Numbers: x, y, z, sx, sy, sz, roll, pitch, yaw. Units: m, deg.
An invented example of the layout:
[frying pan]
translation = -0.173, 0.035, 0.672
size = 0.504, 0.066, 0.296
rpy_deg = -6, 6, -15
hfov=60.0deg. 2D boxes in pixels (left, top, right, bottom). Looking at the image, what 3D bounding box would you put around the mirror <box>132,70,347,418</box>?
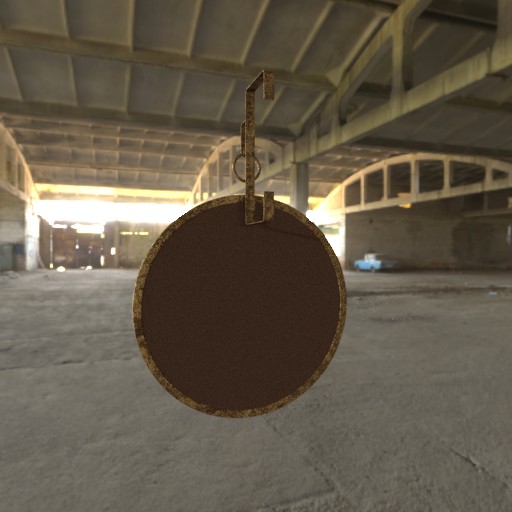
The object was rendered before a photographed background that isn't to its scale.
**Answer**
[mirror]
translation = 0.000, 0.000, 0.842
size = 0.447, 0.651, 0.144
rpy_deg = 0, 1, -19
